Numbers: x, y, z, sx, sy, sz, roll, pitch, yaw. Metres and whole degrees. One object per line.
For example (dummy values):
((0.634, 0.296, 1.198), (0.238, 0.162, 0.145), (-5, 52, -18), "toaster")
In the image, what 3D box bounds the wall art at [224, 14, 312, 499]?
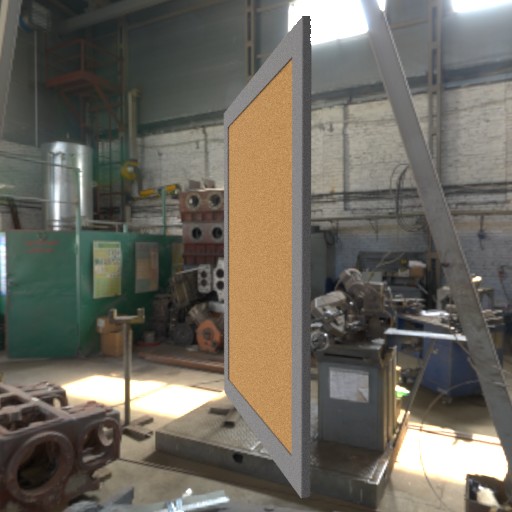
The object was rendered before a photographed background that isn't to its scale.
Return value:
((0.000, 0.000, 0.663), (0.012, 0.529, 0.374), (0, 1, -17), "wall art")
